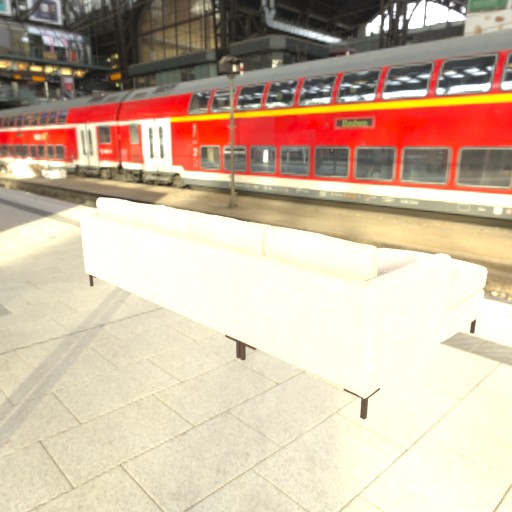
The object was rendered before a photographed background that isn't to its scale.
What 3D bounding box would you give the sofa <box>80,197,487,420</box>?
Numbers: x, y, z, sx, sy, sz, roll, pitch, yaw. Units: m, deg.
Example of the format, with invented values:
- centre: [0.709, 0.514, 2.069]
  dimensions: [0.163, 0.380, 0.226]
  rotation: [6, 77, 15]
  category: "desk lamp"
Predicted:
- centre: [0.000, 0.000, 3.427]
  dimensions: [2.923, 0.816, 1.469]
  rotation: [14, 20, 43]
  category: "sofa"
